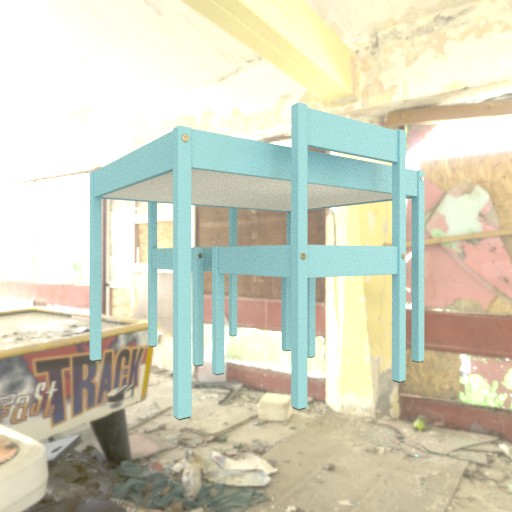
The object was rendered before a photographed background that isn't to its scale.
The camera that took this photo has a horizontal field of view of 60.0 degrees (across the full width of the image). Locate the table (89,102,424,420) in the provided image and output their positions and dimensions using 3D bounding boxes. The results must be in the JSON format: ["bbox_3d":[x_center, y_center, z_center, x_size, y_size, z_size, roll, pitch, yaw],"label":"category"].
[{"bbox_3d":[0.000,0.000,1.058,0.639,0.503,0.633,0,0,-36],"label":"table"}]
